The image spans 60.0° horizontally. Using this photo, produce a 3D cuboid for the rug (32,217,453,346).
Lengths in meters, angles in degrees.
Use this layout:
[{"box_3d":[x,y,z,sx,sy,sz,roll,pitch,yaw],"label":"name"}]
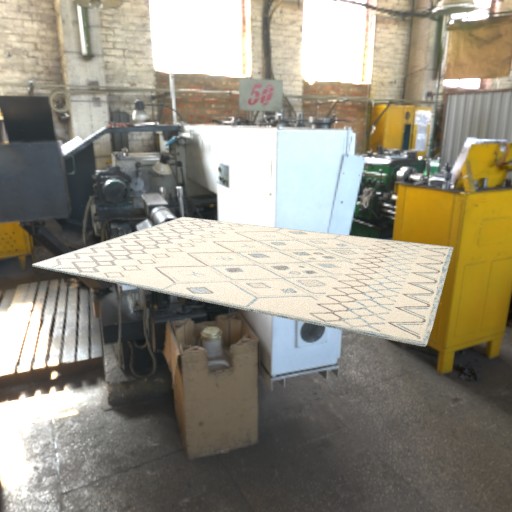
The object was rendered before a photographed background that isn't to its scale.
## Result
[{"box_3d":[0.000,0.000,2.308,1.820,0.009,1.260,8,19,25],"label":"rug"}]
